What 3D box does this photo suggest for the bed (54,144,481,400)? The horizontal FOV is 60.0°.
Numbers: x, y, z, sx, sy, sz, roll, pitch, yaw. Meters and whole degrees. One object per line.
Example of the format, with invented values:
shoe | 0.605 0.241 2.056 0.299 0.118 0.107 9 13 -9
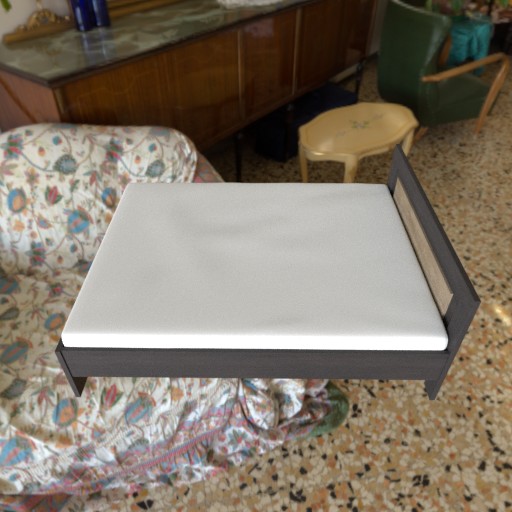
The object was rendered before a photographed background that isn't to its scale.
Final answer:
bed | 0.000 0.000 2.900 2.073 0.823 1.585 0 40 0
